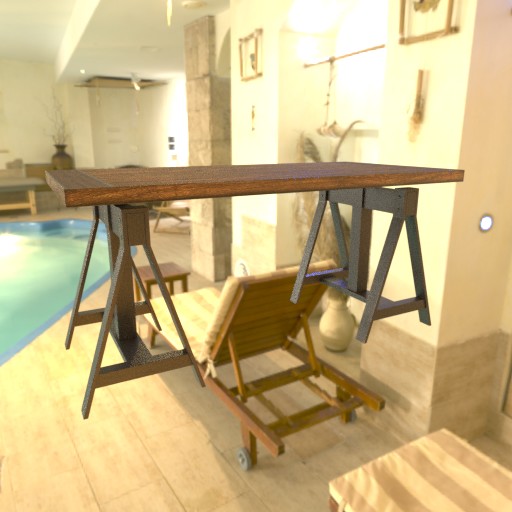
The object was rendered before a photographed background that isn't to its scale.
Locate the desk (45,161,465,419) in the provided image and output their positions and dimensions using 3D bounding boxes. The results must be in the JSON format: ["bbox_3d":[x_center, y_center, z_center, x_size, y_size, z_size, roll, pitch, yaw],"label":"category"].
[{"bbox_3d":[0.000,0.000,1.902,1.543,0.725,0.784,-8,17,-27],"label":"desk"}]
